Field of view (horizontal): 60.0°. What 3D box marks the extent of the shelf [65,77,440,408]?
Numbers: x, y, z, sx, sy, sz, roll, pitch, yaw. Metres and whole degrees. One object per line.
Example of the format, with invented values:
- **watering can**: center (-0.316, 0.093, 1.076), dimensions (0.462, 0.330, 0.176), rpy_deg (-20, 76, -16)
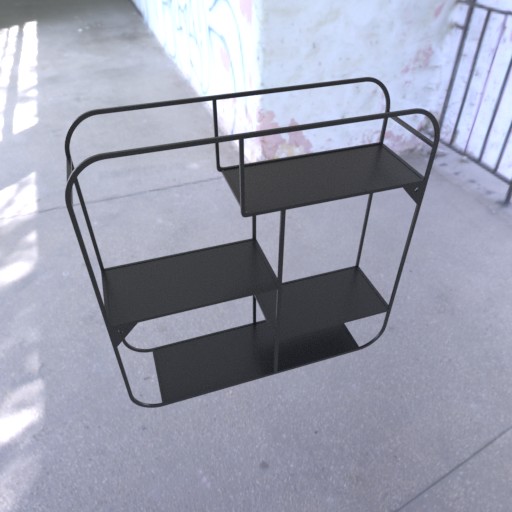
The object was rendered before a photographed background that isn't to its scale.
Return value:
- **shelf**: center (0.000, 0.000, 0.887), dimensions (0.600, 0.600, 0.160), rpy_deg (-12, 42, -14)
